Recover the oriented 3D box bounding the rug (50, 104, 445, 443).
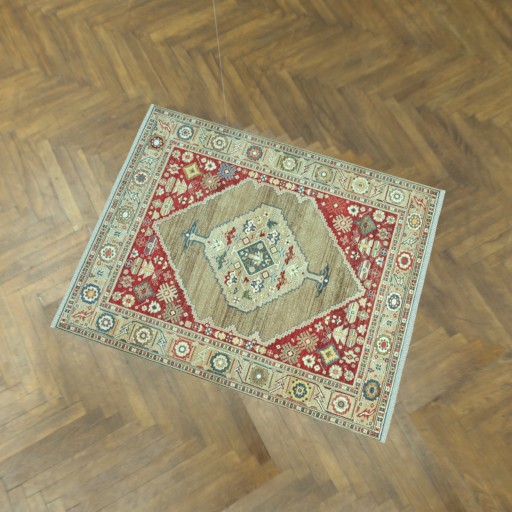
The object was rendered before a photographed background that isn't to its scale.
[{"bbox_3d":[0.000,0.000,4.205,3.143,0.008,2.451,18,75,5],"label":"rug"}]
